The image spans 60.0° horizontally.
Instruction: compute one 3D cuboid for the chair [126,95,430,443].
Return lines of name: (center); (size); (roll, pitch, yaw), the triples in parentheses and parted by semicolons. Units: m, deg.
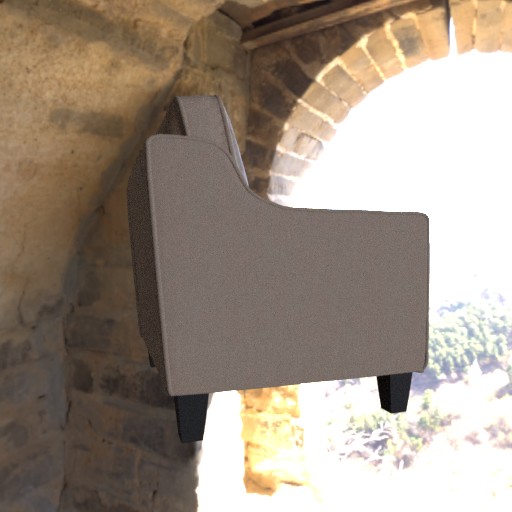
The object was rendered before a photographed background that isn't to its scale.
chair: (0.000, 0.000, 1.635); (0.882, 0.948, 0.922); (0, 1, -19)
